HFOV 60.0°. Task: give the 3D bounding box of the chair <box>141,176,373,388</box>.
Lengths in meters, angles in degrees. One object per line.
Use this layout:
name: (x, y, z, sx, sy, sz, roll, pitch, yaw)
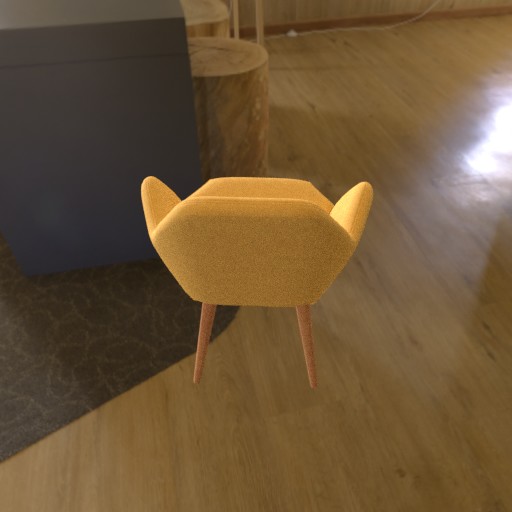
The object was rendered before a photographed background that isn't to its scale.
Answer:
chair: (0.000, 0.000, 1.251, 0.590, 0.840, 0.610, 2, 46, 2)
